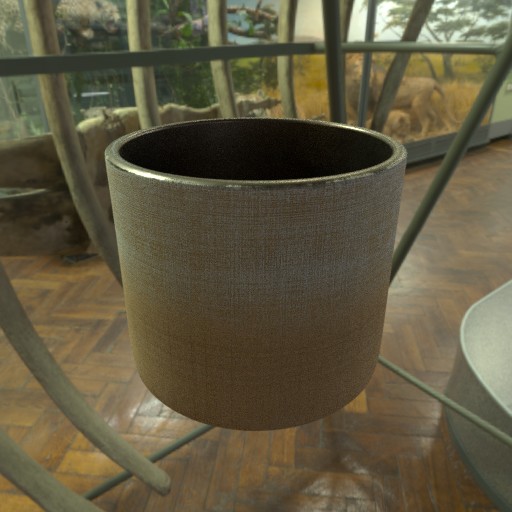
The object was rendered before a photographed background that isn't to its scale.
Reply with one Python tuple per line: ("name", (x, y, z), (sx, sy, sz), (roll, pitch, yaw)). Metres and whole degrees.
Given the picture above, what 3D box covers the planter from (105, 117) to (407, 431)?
("planter", (0.000, 0.000, 0.429), (0.254, 0.221, 0.254), (0, 27, 0))
